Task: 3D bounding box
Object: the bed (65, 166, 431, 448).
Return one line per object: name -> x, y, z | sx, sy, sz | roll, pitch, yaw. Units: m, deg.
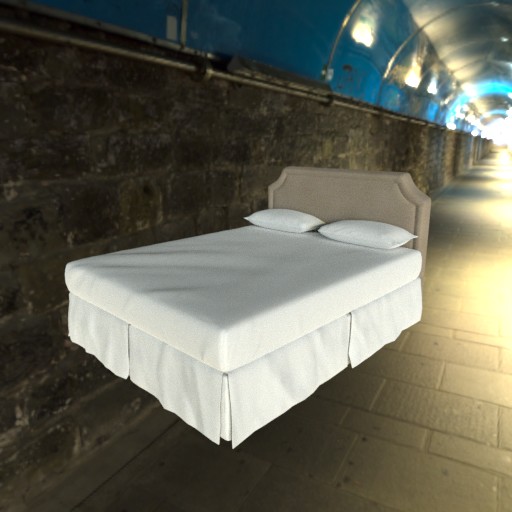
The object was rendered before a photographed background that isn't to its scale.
bed -> 0.000, 0.000, 3.647 | 1.977, 1.293, 2.498 | 14, 20, 42
